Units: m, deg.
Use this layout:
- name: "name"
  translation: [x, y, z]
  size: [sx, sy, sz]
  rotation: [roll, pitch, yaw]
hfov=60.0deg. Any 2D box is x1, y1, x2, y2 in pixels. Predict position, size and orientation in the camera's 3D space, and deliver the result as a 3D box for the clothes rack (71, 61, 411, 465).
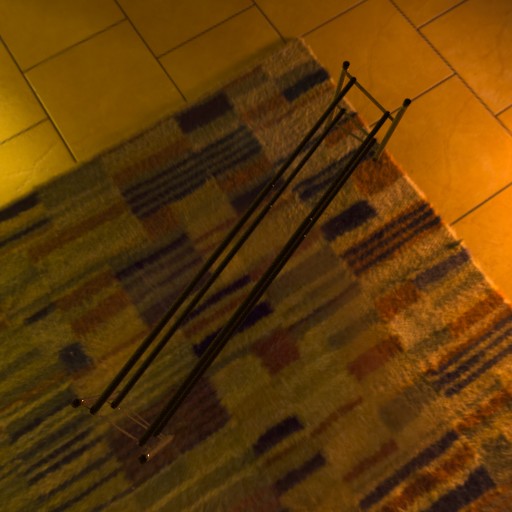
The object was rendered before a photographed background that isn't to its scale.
- name: "clothes rack"
  translation: [0.000, 0.000, 1.302]
  size: [0.229, 0.349, 1.168]
  rotation: [36, 78, 8]
